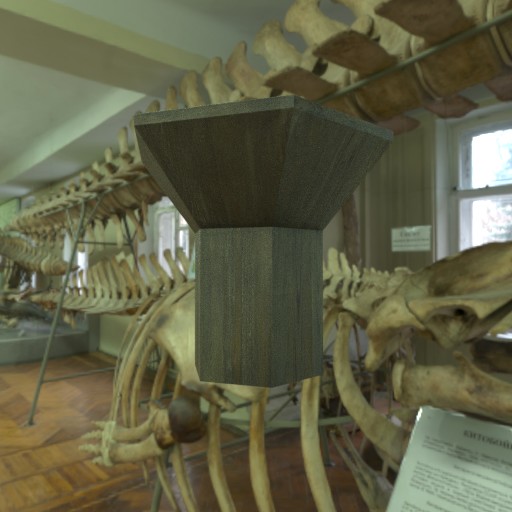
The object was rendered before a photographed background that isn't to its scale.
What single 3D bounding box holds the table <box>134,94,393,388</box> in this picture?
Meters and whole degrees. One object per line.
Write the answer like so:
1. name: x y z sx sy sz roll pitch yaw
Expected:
1. table: 0.000 0.000 1.149 0.683 0.586 0.592 0 -1 18
